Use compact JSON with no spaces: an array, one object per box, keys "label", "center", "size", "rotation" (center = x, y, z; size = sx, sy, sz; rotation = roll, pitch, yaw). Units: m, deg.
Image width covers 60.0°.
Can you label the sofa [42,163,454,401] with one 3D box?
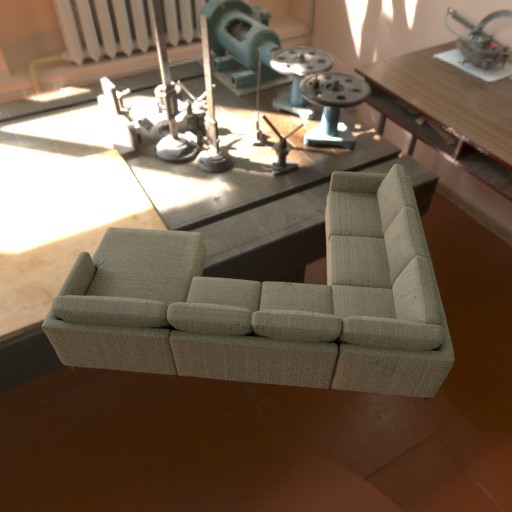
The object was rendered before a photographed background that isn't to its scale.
[{"label":"sofa","center":[0.000,0.000,4.694],"size":[3.460,0.961,2.594],"rotation":[4,45,4]}]
